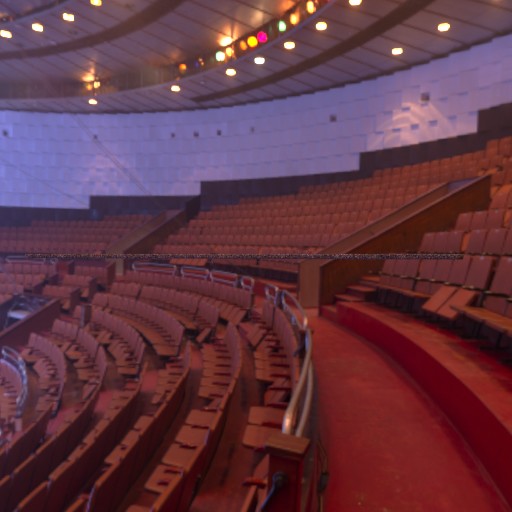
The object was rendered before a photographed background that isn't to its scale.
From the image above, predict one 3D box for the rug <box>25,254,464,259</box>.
[{"bbox_3d":[0.000,0.000,3.426,2.699,0.026,1.802,0,0,18],"label":"rug"}]
